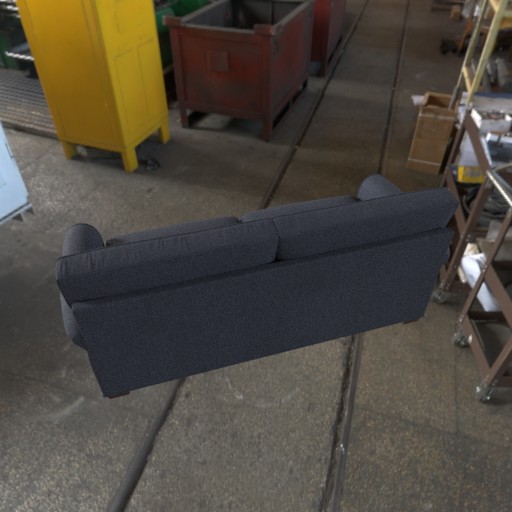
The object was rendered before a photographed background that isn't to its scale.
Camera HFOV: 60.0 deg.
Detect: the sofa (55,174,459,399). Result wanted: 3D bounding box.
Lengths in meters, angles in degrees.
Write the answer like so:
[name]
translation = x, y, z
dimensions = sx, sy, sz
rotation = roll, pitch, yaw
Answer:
[sofa]
translation = 0.000, 0.000, 2.917
dimensions = 2.391, 1.026, 0.954
rotation = -11, 42, -13
